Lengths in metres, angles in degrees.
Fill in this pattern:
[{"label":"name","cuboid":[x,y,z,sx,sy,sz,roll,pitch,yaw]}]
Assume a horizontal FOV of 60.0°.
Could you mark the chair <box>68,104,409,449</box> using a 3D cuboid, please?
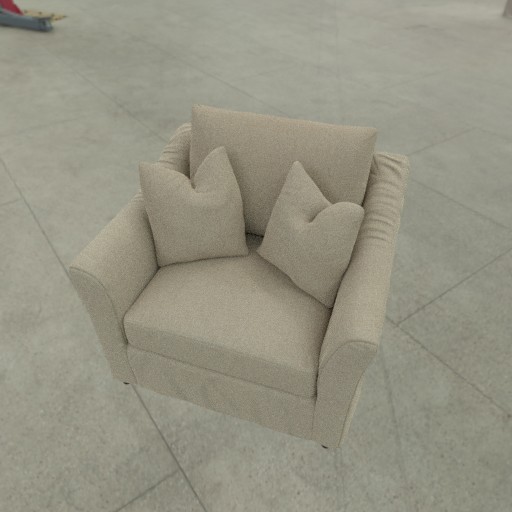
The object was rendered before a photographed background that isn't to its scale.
[{"label":"chair","cuboid":[0.000,0.000,2.052,1.194,1.093,1.071,12,42,14]}]
